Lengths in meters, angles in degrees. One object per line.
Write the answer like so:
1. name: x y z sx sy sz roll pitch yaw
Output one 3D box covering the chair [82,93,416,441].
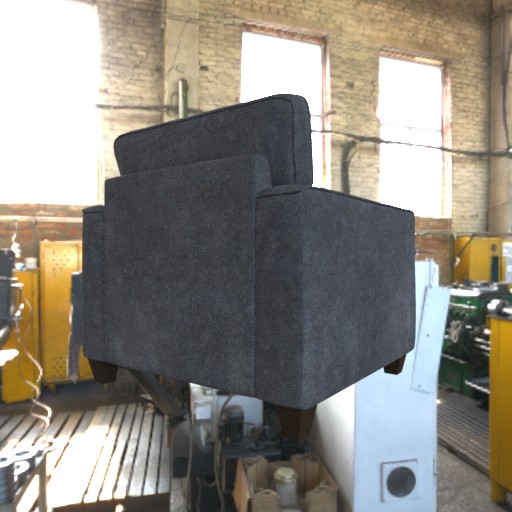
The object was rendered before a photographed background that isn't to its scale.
1. chair: 0.000 0.000 1.765 1.015 0.965 0.939 0 0 37
